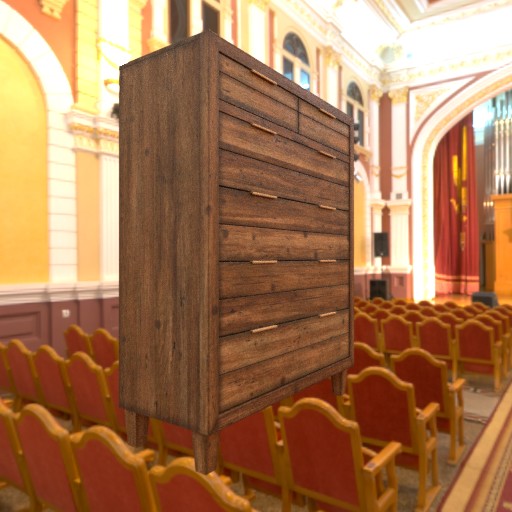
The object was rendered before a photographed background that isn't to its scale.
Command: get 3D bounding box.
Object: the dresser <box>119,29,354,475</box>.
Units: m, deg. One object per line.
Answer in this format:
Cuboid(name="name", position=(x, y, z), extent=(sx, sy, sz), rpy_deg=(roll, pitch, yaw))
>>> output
Cuboid(name="dresser", position=(0.000, 0.000, 1.884), extent=(0.438, 1.359, 1.067), rpy_deg=(0, 0, 36))
